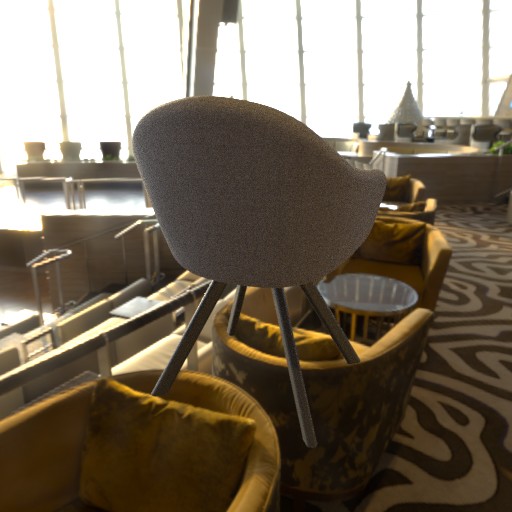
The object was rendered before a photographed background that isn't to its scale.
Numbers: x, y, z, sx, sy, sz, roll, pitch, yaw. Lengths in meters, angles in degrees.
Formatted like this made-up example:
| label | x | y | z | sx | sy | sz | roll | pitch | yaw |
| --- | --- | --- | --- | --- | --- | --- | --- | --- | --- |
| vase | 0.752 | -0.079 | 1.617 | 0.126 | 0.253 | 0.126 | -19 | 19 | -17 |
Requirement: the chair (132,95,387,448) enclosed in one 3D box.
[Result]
| label | x | y | z | sx | sy | sz | roll | pitch | yaw |
| --- | --- | --- | --- | --- | --- | --- | --- | --- | --- |
| chair | 0.000 | 0.000 | 1.194 | 0.590 | 0.795 | 0.550 | 8 | 19 | 25 |
